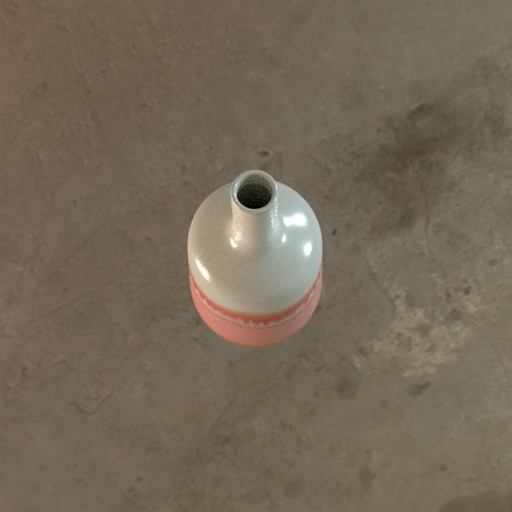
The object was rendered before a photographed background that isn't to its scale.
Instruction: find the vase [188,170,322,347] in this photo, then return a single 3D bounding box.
[{"bbox_3d":[0.000,0.000,0.386,0.144,0.296,0.144,0,76,0],"label":"vase"}]
